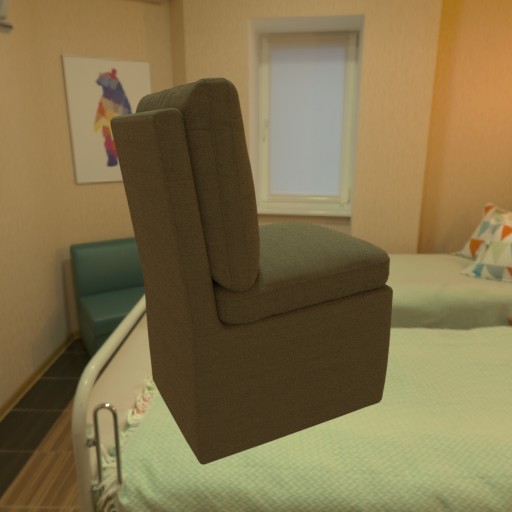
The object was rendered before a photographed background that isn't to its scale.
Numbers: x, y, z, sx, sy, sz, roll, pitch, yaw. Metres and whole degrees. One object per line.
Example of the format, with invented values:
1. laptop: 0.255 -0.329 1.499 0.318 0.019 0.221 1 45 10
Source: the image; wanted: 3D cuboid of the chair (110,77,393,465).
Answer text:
1. chair: 0.000 0.000 1.317 0.698 0.927 0.503 -8 18 -27
